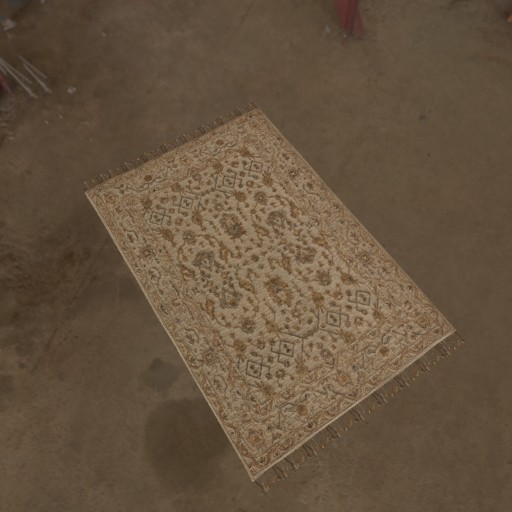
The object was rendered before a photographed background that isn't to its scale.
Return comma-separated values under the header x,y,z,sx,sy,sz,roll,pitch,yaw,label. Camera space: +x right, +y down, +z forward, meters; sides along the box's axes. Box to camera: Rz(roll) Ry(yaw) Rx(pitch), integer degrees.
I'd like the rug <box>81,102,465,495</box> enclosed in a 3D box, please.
x,y,z,sx,sy,sz,roll,pitch,yaw,label
0.000,0.000,3.005,1.529,0.027,2.434,-30,67,-14,rug
